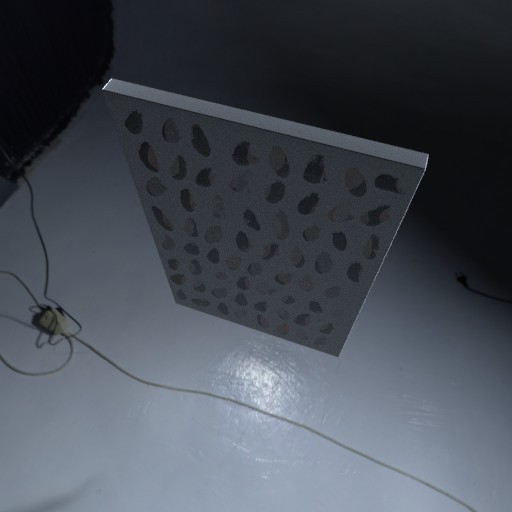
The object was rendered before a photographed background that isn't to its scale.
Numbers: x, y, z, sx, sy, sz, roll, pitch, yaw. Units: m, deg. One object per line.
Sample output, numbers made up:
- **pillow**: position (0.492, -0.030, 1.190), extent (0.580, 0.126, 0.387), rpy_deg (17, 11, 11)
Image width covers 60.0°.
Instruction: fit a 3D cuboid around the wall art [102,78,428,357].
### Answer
- **wall art**: position (0.000, 0.000, 0.786), extent (0.405, 0.608, 0.025), rpy_deg (17, 59, 10)
